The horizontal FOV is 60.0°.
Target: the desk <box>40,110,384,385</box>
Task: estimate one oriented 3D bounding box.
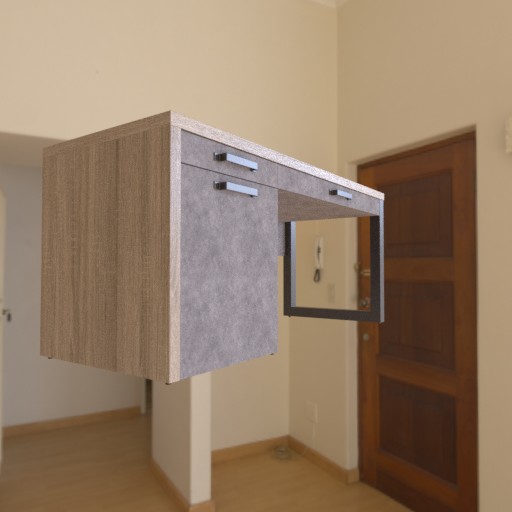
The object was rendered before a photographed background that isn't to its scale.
[{"bbox_3d":[0.000,0.000,2.091,0.690,0.760,1.700,-1,-2,36],"label":"desk"}]
